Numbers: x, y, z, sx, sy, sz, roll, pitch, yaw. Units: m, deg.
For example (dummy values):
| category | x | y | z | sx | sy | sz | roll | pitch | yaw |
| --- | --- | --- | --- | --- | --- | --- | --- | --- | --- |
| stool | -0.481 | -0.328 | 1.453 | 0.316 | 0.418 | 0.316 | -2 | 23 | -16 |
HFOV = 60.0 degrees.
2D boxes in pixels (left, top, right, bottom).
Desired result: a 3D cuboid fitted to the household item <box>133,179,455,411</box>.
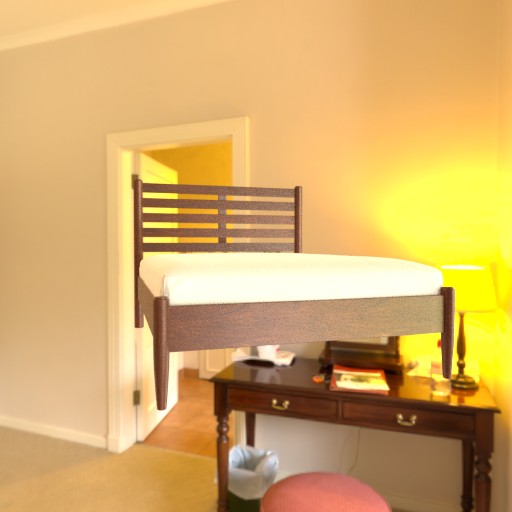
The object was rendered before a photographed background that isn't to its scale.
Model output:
| category | x | y | z | sx | sy | sz | roll | pitch | yaw |
| --- | --- | --- | --- | --- | --- | --- | --- | --- | --- |
| household item | 0.000 | 0.000 | 3.274 | 1.663 | 1.356 | 2.232 | 0 | 2 | -17 |
